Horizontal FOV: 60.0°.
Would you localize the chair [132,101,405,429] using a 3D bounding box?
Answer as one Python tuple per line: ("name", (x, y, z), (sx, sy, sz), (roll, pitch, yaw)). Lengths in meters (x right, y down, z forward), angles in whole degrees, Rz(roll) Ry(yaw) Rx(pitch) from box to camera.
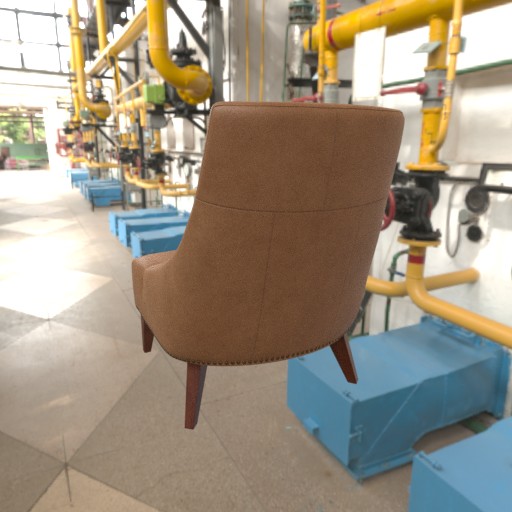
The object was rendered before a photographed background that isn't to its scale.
("chair", (0.000, 0.000, 1.486), (0.701, 0.909, 0.861), (-7, 15, -25))
